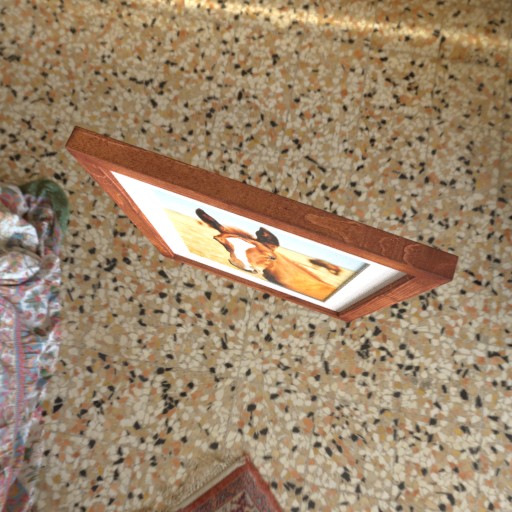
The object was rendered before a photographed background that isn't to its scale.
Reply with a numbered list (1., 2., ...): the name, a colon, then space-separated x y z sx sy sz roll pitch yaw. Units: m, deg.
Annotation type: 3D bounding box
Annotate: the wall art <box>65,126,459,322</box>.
1. wall art: 0.000 0.000 0.770 0.462 0.558 0.030 19 78 4
